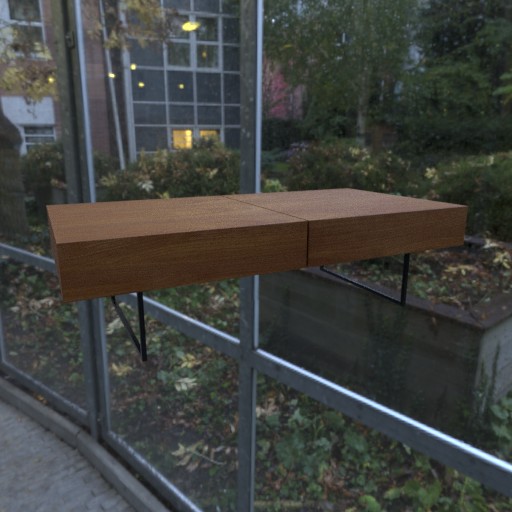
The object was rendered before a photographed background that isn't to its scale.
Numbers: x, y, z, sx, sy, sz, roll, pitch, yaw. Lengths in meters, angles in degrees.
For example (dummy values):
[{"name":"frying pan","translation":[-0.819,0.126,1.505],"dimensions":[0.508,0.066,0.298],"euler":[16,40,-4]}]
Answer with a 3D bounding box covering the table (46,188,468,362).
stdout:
[{"name":"table","translation":[0.000,0.000,1.451],"dimensions":[1.194,0.330,0.610],"euler":[-7,16,-25]}]
